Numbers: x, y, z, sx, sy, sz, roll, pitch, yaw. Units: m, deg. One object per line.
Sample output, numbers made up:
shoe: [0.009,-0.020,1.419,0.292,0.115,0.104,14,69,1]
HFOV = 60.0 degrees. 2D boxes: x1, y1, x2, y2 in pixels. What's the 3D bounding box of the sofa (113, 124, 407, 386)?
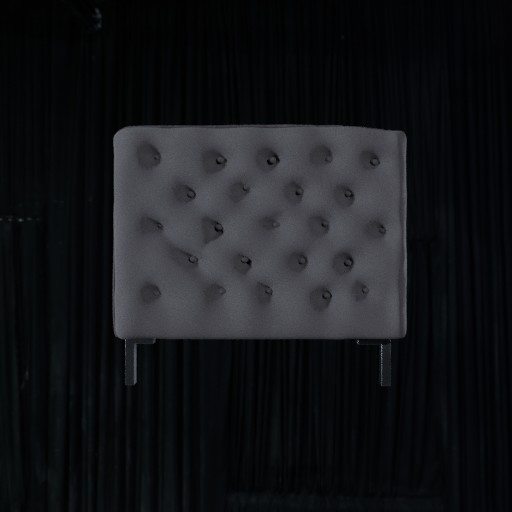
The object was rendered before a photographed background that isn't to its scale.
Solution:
sofa: [0.000,0.000,2.088,0.909,0.810,1.583,0,0,0]
